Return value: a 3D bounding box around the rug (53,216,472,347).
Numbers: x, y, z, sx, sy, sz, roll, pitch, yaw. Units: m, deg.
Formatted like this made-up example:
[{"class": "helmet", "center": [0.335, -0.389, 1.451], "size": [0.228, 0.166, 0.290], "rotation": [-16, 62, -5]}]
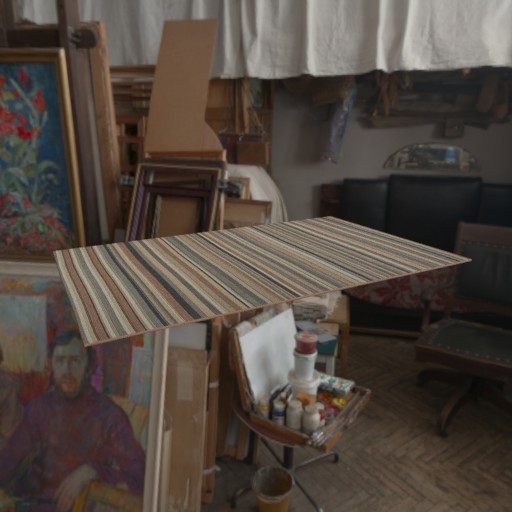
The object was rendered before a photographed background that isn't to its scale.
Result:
[{"class": "rug", "center": [0.000, 0.000, 3.026], "size": [2.438, 0.014, 1.523], "rotation": [-9, 20, -27]}]
